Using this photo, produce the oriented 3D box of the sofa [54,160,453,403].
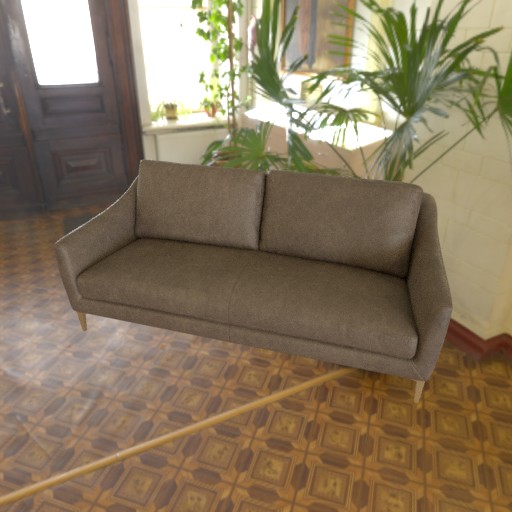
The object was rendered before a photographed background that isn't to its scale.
[{"bbox_3d":[0.000,0.000,2.585,2.036,0.902,0.960,8,28,16],"label":"sofa"}]
